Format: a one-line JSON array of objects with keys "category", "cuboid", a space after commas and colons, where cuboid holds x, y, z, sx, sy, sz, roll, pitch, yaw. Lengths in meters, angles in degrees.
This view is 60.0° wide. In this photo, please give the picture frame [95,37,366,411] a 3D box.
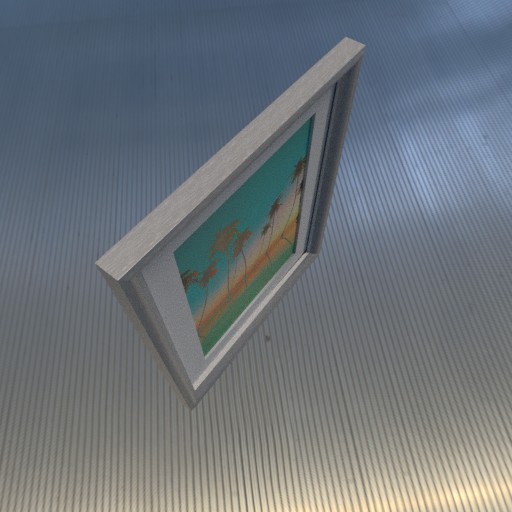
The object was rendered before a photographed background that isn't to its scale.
[{"category": "picture frame", "cuboid": [0.000, 0.000, 0.527, 0.027, 0.378, 0.327, 33, 64, 19]}]
